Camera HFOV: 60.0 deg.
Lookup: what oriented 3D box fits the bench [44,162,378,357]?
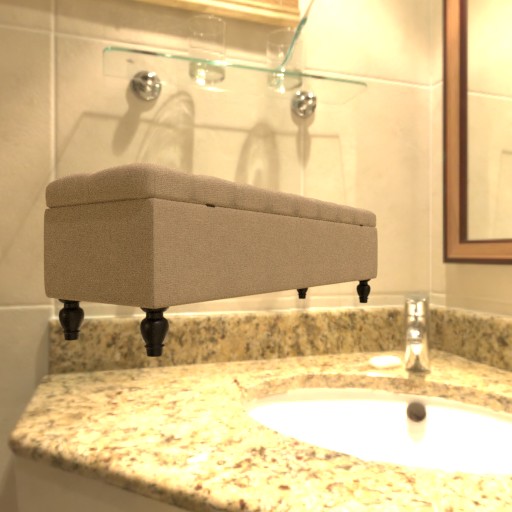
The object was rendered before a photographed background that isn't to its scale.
[{"bbox_3d":[0.000,0.000,1.721,0.455,0.467,1.480,0,1,35],"label":"bench"}]
